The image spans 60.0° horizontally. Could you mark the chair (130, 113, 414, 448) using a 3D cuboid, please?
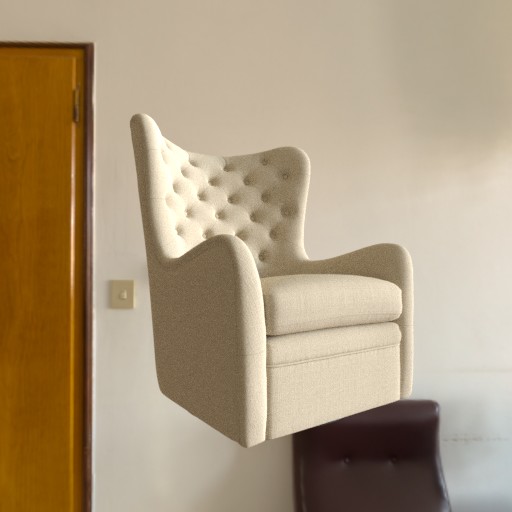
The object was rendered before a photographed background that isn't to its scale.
[{"bbox_3d":[0.000,0.000,1.729,0.831,1.079,0.929,1,-1,-37],"label":"chair"}]
